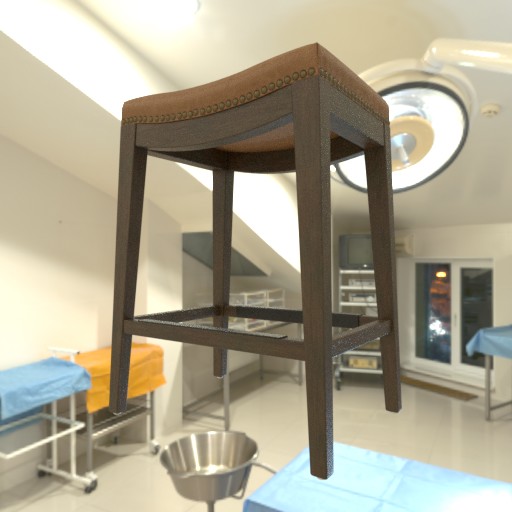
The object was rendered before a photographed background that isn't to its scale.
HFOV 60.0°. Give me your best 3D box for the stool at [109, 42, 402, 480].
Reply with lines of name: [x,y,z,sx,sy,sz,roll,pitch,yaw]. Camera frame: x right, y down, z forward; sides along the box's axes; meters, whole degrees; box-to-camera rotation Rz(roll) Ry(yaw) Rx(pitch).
stool: [0.000,0.000,0.932,0.500,0.660,0.361,0,0,35]
